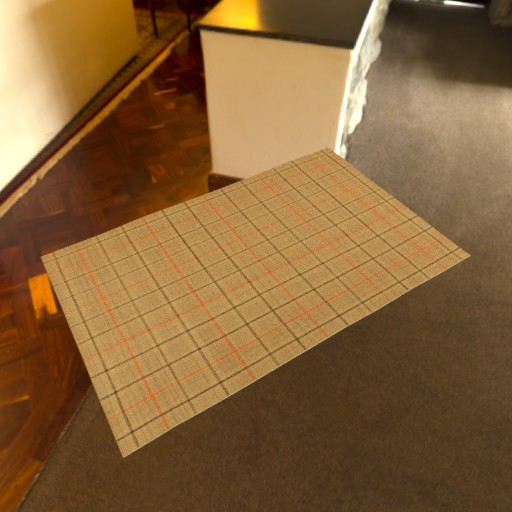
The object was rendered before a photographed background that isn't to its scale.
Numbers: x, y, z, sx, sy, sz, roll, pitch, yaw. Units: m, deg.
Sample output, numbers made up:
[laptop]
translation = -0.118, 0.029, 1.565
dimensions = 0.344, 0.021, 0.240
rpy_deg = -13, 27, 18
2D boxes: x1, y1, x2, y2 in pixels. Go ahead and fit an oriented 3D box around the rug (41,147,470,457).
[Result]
[rug]
translation = 0.000, 0.000, 2.965
dimensions = 2.439, 0.015, 1.524
rpy_deg = -25, 52, -21
